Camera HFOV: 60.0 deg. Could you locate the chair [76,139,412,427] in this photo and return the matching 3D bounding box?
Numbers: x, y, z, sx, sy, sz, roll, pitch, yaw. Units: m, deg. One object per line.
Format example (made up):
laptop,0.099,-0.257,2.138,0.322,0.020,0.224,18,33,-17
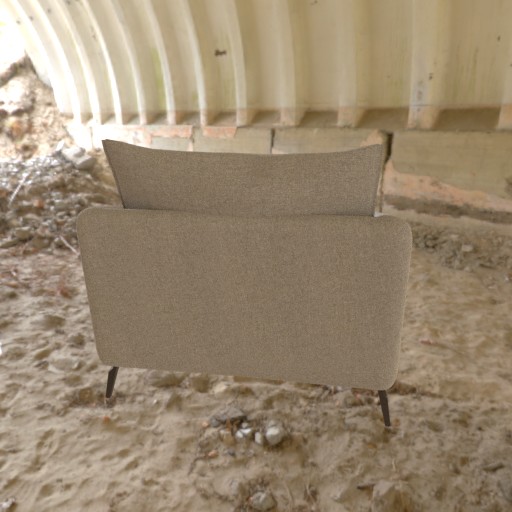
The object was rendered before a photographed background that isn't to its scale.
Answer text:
chair,0.000,0.000,1.639,1.029,0.856,0.801,3,17,9
